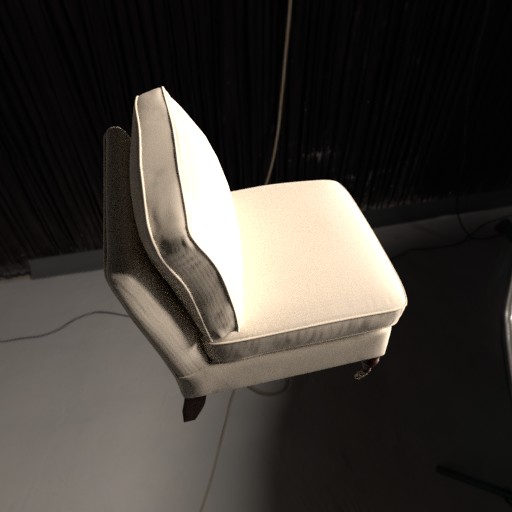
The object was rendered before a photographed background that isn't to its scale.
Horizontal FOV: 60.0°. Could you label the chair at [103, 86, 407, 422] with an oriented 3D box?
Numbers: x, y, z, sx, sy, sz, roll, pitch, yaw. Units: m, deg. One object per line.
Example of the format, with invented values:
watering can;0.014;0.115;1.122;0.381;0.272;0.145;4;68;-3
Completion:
chair;0.000;0.000;1.401;0.781;0.887;0.630;-10;48;-9
